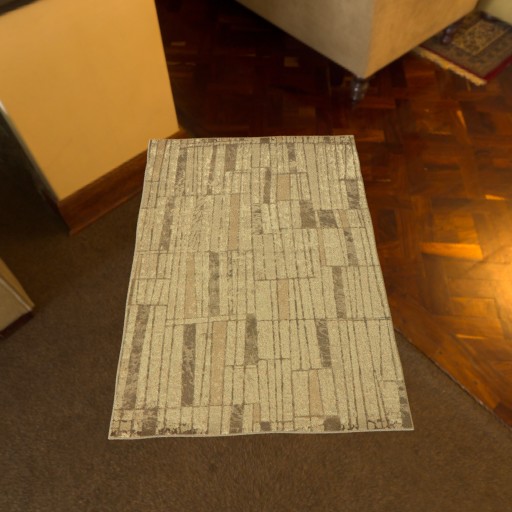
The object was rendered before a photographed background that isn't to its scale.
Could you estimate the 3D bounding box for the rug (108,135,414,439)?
[{"bbox_3d":[0.000,0.000,4.414,2.449,0.019,3.357,-1,58,-1],"label":"rug"}]
